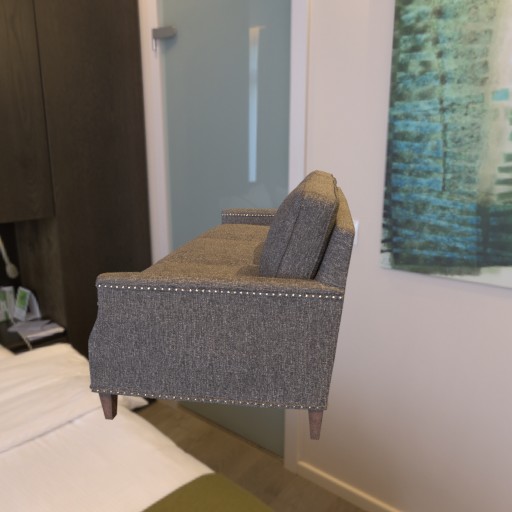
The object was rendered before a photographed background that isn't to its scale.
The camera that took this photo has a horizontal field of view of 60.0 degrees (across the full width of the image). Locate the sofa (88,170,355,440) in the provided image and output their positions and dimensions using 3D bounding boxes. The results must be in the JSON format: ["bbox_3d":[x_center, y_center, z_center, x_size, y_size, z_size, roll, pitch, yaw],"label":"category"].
[{"bbox_3d":[0.000,0.000,2.769,1.084,1.003,2.246,2,13,9],"label":"sofa"}]
